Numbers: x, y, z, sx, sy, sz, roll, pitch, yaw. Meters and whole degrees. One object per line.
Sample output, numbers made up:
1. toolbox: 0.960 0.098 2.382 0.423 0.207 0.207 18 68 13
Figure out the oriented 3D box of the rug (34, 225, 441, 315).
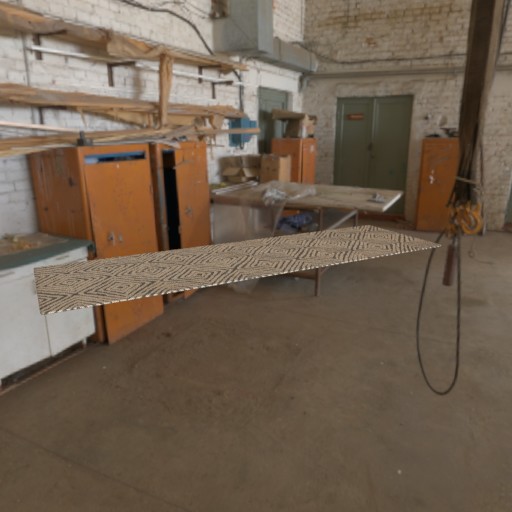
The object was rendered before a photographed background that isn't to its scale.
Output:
1. rug: 0.000 0.000 2.543 2.277 0.008 0.676 -8 18 -27
